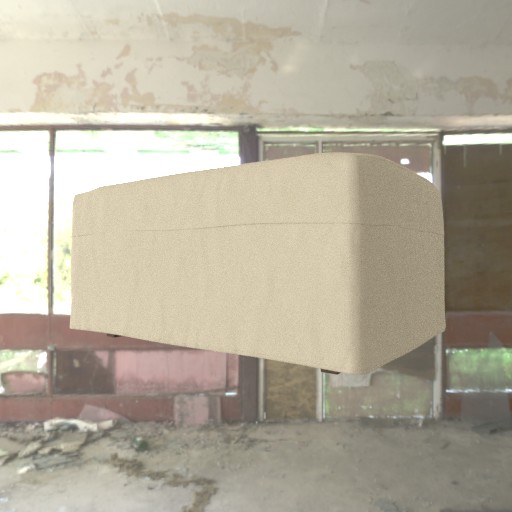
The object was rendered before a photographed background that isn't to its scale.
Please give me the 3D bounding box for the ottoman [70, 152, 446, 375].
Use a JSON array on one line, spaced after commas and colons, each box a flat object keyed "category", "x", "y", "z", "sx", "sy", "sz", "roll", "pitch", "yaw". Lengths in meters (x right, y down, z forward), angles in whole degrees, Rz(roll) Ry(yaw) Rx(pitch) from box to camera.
[{"category": "ottoman", "x": 0.000, "y": 0.000, "z": 1.206, "sx": 0.872, "sy": 0.444, "sz": 0.590, "roll": 0, "pitch": 0, "yaw": 36}]
